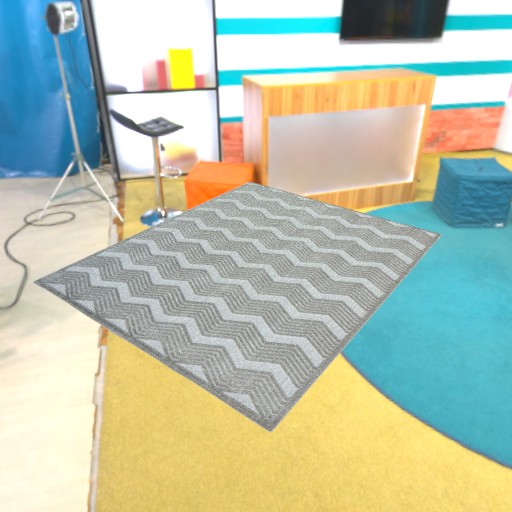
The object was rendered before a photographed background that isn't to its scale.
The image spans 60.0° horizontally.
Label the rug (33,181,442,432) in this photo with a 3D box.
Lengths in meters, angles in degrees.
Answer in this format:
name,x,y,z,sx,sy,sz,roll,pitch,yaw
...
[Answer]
name,x,y,z,sx,sy,sz,roll,pitch,yaw
rug,0.000,0.000,3.973,2.391,0.005,2.880,21,36,32
